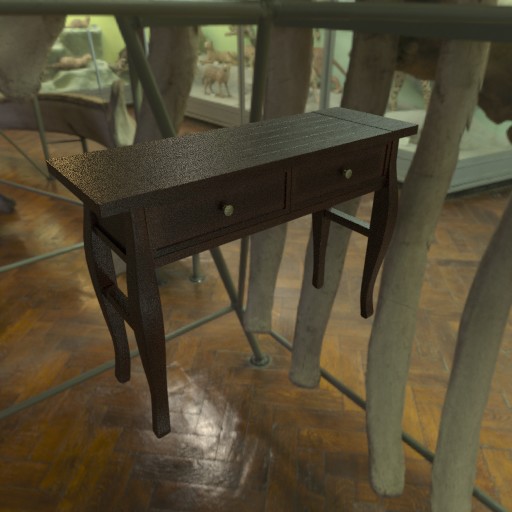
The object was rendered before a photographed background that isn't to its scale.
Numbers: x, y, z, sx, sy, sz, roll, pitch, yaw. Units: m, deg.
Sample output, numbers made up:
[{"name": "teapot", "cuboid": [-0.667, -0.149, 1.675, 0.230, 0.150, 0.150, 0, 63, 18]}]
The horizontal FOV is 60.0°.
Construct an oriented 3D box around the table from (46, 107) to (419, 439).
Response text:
[{"name": "table", "cuboid": [0.000, 0.000, 1.465, 1.062, 0.768, 0.373, -21, 36, -32]}]
